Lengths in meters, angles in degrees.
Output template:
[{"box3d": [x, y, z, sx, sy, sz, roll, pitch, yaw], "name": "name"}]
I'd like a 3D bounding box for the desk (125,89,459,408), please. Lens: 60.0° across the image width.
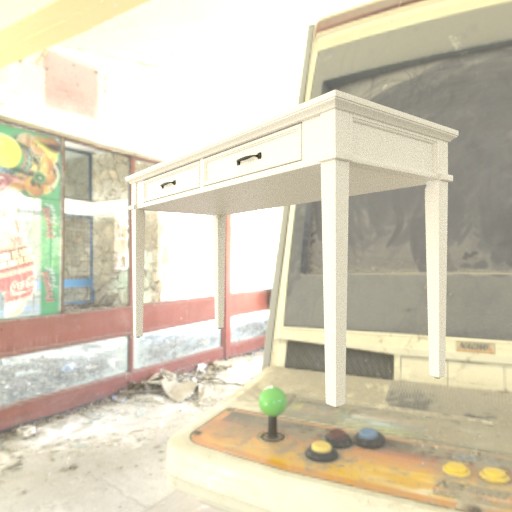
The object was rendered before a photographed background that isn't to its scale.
[{"box3d": [0.000, 0.000, 1.764, 0.559, 0.774, 1.372, 1, -1, -37], "name": "desk"}]
